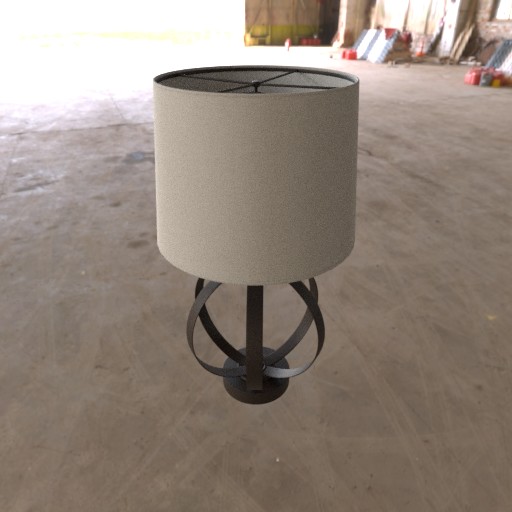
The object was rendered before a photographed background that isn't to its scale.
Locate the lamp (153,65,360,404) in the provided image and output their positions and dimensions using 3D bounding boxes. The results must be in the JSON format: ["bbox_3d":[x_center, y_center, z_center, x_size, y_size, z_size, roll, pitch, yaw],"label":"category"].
[{"bbox_3d":[0.000,0.000,0.675,0.286,0.510,0.286,0,29,0],"label":"lamp"}]
